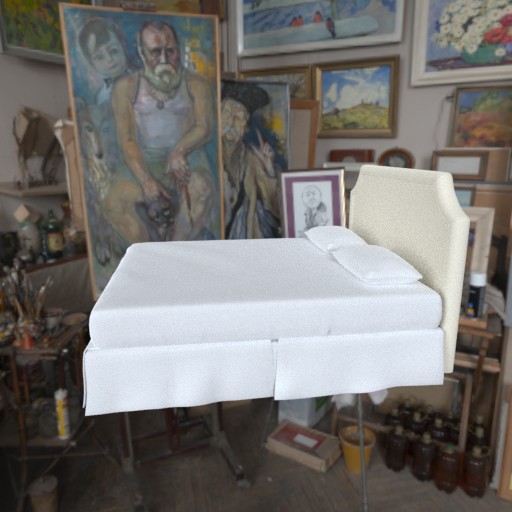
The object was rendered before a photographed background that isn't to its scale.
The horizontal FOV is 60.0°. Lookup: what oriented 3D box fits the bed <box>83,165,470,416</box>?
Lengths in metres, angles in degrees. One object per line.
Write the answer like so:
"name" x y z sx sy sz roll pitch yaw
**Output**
"bed" 0.000 0.000 4.114 2.773 1.590 2.350 -2 14 -8
